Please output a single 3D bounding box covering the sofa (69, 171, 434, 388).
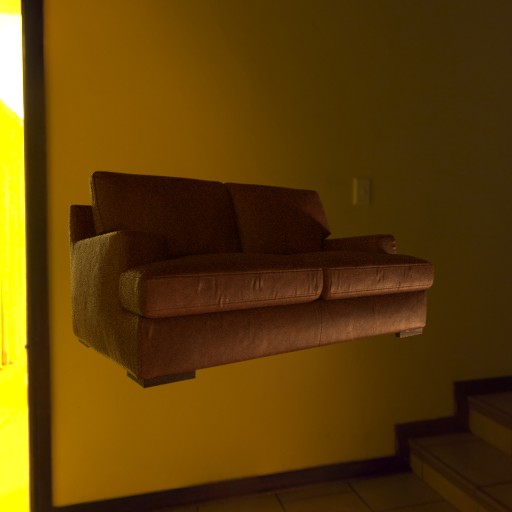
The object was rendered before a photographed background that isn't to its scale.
[{"bbox_3d":[0.000,0.000,2.569,1.880,0.939,1.143,-1,2,-35],"label":"sofa"}]
